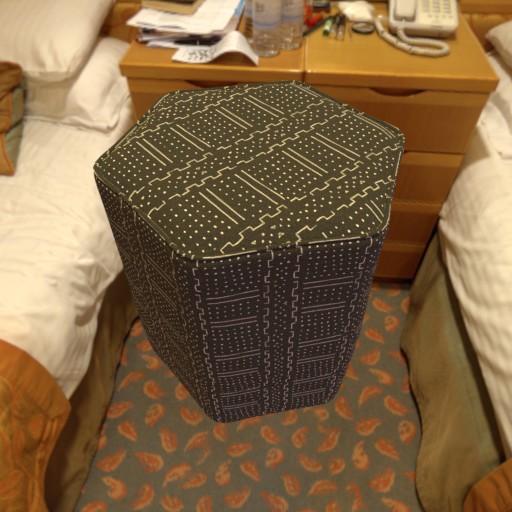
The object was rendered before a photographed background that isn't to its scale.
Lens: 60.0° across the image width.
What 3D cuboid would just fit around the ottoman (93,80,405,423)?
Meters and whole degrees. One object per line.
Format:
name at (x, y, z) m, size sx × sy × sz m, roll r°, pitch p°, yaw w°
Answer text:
ottoman at (0.000, 0.000, 0.857) m, size 0.443 × 0.502 × 0.494 m, roll -33°, pitch 55°, yaw -27°
